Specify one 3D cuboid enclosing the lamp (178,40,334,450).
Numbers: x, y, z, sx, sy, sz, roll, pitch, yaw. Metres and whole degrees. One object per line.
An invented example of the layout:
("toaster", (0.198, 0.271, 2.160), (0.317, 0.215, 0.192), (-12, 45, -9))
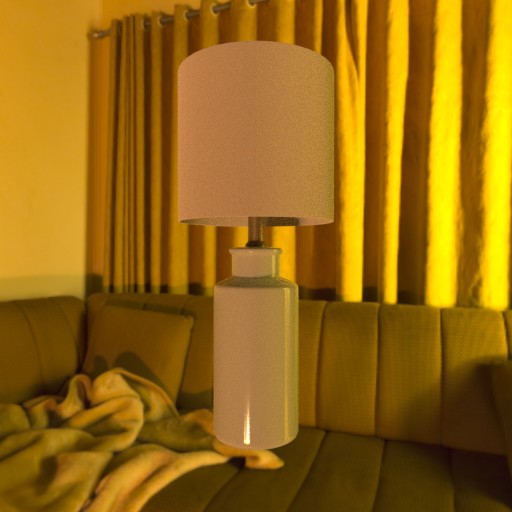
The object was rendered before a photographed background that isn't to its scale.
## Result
("lamp", (0.000, 0.000, 0.613), (0.212, 0.493, 0.212), (0, 1, 0))
